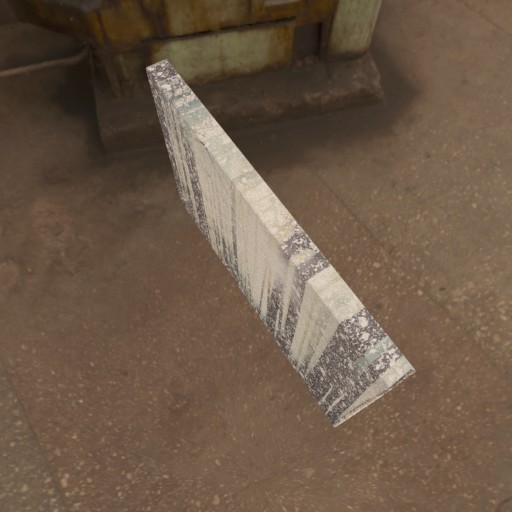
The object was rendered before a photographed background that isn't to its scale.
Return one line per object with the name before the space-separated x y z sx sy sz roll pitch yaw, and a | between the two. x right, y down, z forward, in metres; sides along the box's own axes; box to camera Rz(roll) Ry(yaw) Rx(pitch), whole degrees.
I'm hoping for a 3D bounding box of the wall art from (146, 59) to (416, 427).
wall art | 0.000 0.000 0.798 0.042 0.398 0.618 -30 67 -14
